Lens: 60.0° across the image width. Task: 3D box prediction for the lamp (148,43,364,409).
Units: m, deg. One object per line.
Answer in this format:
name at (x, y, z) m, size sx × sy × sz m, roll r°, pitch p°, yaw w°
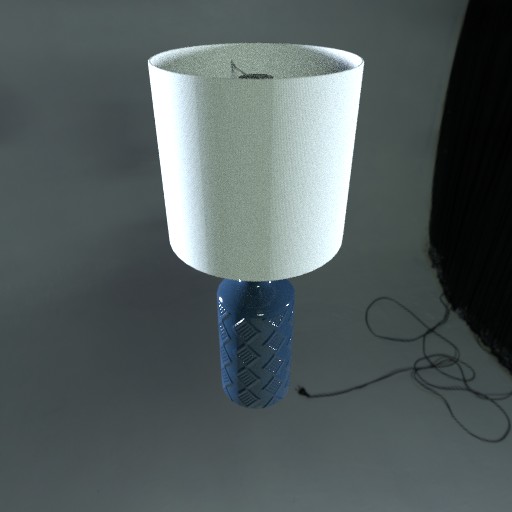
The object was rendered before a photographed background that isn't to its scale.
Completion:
lamp at (0.000, 0.000, 0.557) m, size 0.207 × 0.461 × 0.207 m, roll -9°, pitch 34°, yaw -14°
